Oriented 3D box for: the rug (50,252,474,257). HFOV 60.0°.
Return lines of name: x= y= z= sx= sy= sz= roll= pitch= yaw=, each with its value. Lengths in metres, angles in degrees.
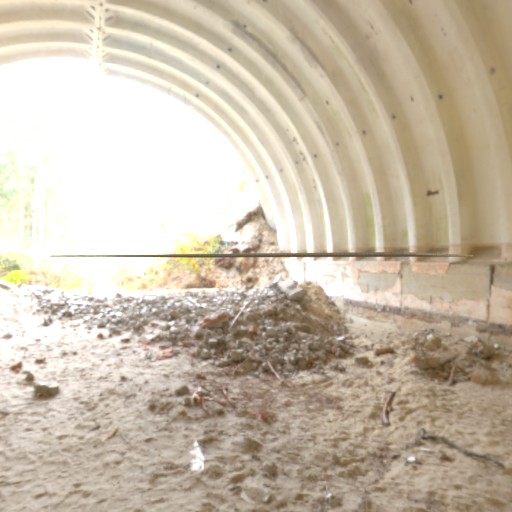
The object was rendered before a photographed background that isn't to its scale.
rug: x=0.000 y=0.000 z=2.987 sx=2.430 sy=0.010 sz=1.515 roll=0 pitch=-1 yaw=35
